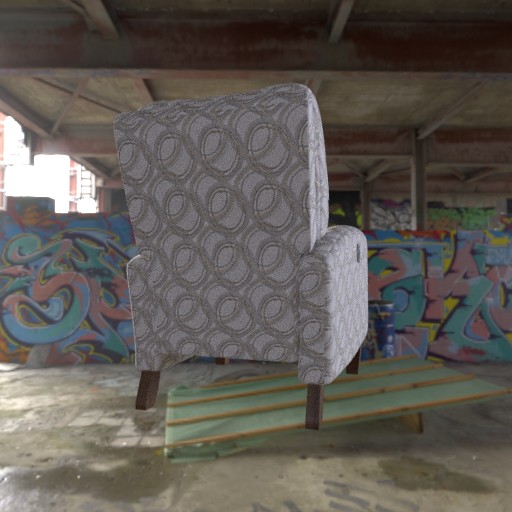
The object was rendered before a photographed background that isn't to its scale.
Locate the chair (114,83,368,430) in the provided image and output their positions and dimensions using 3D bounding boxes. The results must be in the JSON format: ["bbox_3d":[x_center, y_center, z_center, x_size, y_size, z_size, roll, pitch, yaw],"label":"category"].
[{"bbox_3d":[0.000,0.000,1.769,0.796,1.065,0.995,-1,-2,19],"label":"chair"}]
